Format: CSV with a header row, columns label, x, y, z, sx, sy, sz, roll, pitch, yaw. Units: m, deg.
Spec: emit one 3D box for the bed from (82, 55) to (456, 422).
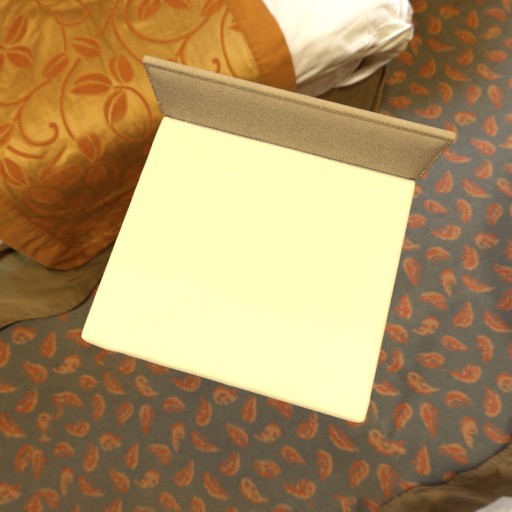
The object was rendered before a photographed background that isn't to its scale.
label,x,y,z,sx,sy,sz,roll,pitch,yaw
bed,0.000,0.000,3.280,2.170,1.346,1.914,15,76,4
